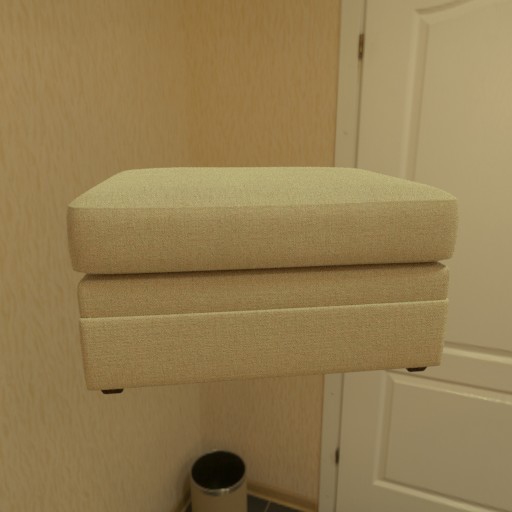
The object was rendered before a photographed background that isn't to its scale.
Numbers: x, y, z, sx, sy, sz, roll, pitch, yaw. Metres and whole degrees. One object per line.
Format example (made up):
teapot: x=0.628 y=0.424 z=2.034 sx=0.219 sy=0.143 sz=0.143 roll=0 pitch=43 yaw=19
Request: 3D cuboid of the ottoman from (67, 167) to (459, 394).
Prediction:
ottoman: x=0.000 y=0.000 z=1.266 sx=0.885 sy=0.478 sz=0.637 roll=-2 pitch=16 yaw=-7
